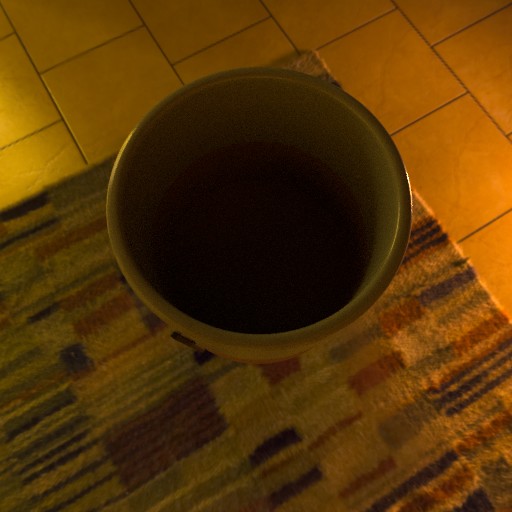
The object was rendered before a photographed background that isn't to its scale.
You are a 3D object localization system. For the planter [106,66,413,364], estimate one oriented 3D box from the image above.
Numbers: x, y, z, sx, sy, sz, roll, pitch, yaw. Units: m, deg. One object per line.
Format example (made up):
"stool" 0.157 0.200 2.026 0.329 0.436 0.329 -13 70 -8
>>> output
"planter" 0.000 0.000 0.724 0.348 0.480 0.360 38 78 10
